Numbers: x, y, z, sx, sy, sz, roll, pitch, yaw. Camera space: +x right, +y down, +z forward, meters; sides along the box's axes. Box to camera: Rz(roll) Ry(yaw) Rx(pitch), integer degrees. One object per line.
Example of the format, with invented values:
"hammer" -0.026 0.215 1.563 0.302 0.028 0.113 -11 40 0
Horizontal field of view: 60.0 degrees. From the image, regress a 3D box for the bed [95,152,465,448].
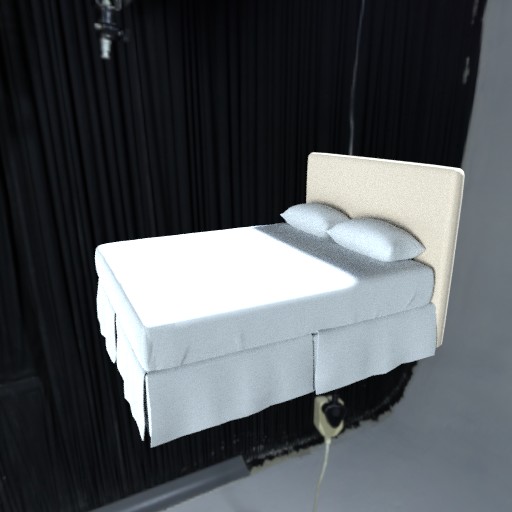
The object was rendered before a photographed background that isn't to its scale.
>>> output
"bed" 0.000 0.000 3.235 2.142 1.330 1.748 -8 19 -25
